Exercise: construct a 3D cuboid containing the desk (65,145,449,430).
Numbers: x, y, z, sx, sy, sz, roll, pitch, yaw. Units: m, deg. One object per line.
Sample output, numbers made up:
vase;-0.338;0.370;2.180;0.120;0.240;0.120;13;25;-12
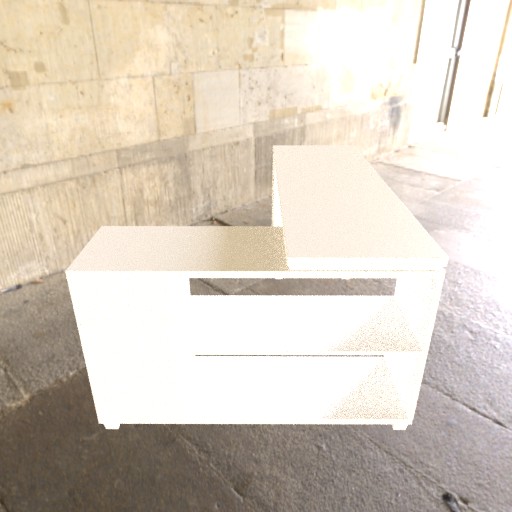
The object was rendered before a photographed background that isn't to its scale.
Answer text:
desk;0.000;0.000;2.226;1.199;0.759;1.524;0;27;0
